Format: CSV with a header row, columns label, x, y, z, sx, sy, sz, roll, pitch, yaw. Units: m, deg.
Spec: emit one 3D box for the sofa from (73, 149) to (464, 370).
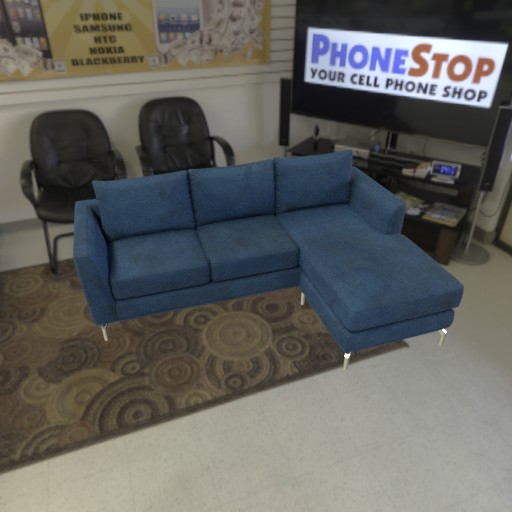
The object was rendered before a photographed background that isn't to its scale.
label,x,y,z,sx,sy,sz,roll,pitch,yaw
sofa,0.000,0.000,3.250,2.438,0.987,1.622,-10,34,-15
